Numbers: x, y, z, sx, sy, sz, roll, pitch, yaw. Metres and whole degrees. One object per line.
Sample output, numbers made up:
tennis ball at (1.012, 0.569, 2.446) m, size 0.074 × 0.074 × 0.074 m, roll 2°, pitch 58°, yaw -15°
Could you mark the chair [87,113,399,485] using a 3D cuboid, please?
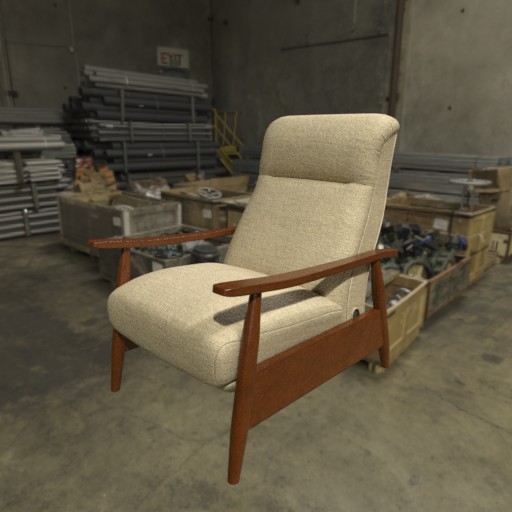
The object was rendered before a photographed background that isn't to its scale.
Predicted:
chair at (0.000, 0.000, 1.746) m, size 0.762 × 1.082 × 1.014 m, roll 15°, pitch 22°, yaw 42°
